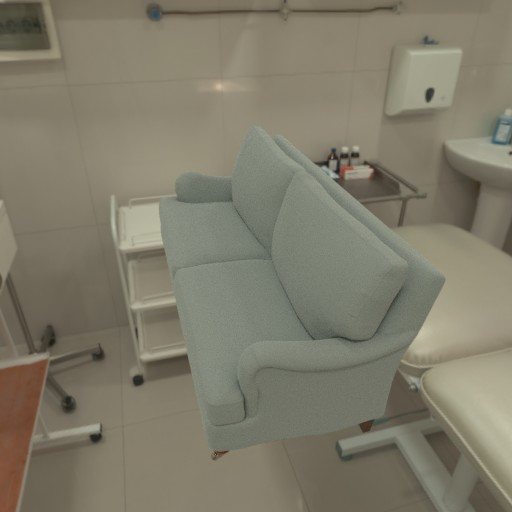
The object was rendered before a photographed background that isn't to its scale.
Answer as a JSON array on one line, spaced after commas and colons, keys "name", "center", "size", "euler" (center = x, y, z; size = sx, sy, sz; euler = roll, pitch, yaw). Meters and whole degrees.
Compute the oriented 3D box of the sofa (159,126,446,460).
[{"name": "sofa", "center": [0.000, 0.000, 2.821], "size": [1.069, 1.096, 2.193], "euler": [-9, 32, -14]}]
